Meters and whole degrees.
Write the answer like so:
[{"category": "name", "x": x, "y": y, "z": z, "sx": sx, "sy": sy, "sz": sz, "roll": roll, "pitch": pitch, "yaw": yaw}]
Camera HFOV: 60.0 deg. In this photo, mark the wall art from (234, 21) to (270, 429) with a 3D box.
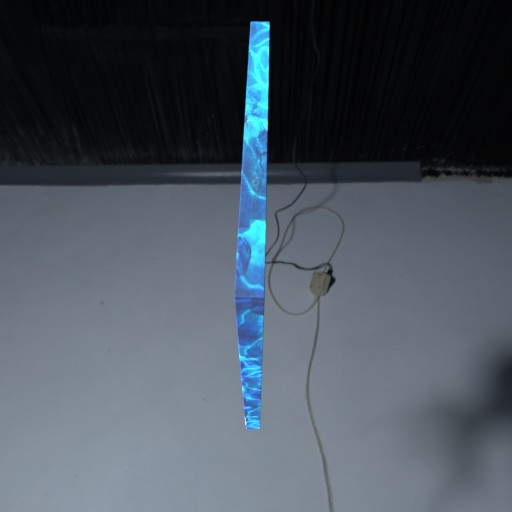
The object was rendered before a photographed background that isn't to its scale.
[{"category": "wall art", "x": 0.000, "y": 0.000, "z": 1.028, "sx": 0.038, "sy": 0.760, "sz": 0.609, "roll": 1, "pitch": 57, "yaw": 1}]
